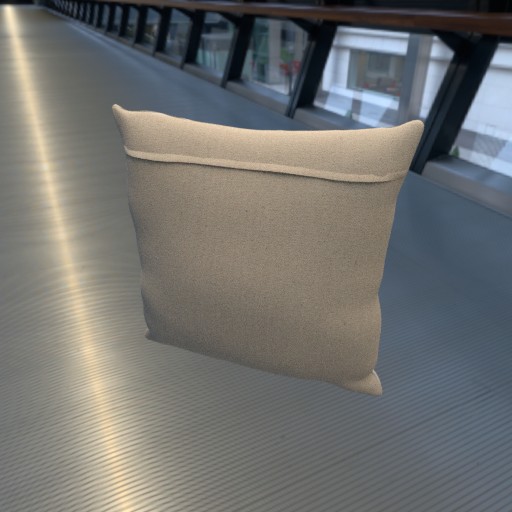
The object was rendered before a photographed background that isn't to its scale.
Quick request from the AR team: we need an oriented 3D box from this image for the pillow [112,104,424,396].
[{"bbox_3d":[0.000,0.000,0.686,0.440,0.441,0.182,9,31,16],"label":"pillow"}]
